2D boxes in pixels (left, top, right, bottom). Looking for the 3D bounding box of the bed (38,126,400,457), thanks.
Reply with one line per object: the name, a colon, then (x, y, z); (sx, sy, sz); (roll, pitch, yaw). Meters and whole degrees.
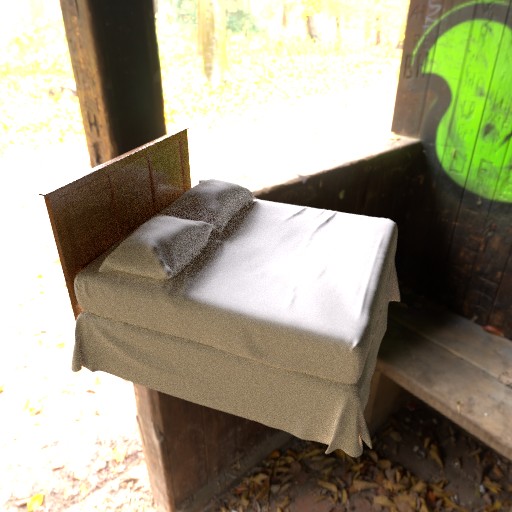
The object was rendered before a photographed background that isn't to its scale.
bed: (0.000, 0.000, 3.158); (2.035, 1.273, 1.870); (11, 32, 19)
